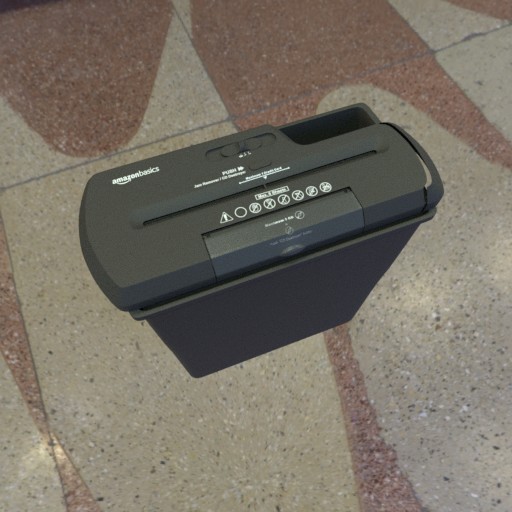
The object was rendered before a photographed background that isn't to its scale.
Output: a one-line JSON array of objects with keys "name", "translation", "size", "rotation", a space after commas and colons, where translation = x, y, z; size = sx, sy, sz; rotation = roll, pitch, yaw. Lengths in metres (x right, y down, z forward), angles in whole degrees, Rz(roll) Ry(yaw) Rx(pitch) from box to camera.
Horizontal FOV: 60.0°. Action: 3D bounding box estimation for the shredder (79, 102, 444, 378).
[{"name": "shredder", "translation": [0.000, 0.000, 0.532], "size": [0.320, 0.335, 0.170], "rotation": [-19, 64, -9]}]
